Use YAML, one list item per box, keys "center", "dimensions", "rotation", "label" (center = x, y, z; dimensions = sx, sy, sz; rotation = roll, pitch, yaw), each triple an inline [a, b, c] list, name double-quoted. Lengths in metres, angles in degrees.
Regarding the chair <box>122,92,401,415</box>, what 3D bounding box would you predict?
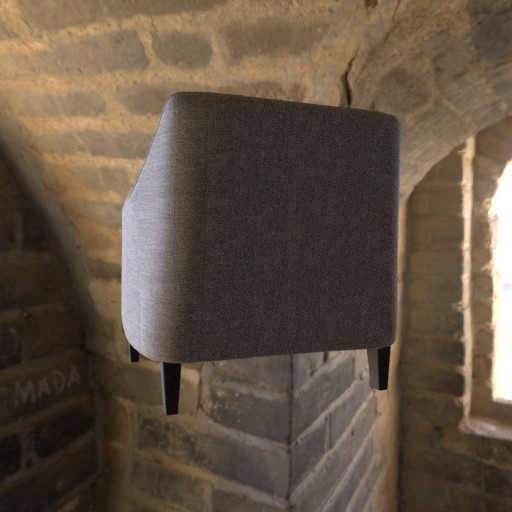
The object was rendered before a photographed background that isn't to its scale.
- center: [0.000, 0.000, 1.401]
  dimensions: [0.796, 0.761, 0.758]
  rotation: [0, 1, -19]
  label: "chair"
